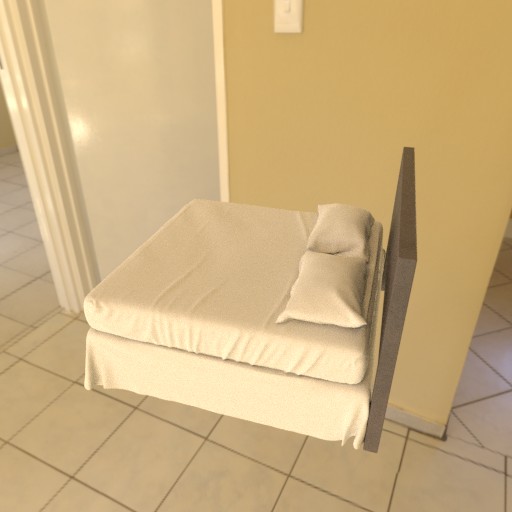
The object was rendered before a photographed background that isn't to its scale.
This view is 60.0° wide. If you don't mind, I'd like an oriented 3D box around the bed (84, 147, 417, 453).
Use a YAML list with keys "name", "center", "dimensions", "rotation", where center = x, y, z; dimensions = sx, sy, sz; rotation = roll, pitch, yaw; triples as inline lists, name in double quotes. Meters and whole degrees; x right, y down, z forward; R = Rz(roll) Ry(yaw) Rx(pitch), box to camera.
- name: "bed"
  center: [0.000, 0.000, 2.879]
  dimensions: [1.785, 1.142, 1.772]
  rotation: [9, 31, 15]
